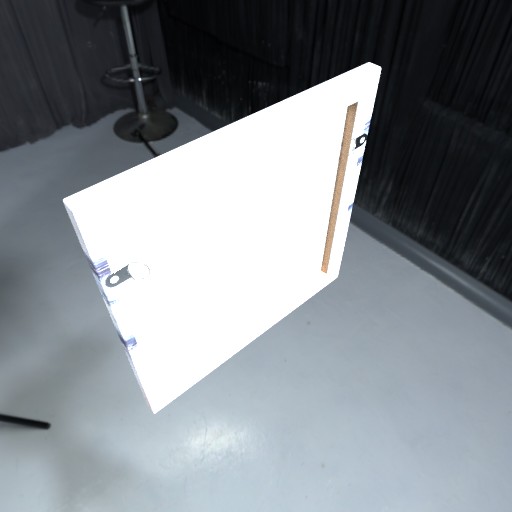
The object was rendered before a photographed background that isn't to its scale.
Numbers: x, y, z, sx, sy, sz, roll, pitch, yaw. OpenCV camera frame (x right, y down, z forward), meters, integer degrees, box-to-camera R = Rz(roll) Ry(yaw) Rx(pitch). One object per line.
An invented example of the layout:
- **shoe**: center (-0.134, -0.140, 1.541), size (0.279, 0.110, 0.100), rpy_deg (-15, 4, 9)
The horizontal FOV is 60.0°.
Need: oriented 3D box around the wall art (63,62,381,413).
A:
- **wall art**: center (0.000, 0.000, 1.122), size (0.755, 0.747, 0.065), rpy_deg (-33, 55, -26)
